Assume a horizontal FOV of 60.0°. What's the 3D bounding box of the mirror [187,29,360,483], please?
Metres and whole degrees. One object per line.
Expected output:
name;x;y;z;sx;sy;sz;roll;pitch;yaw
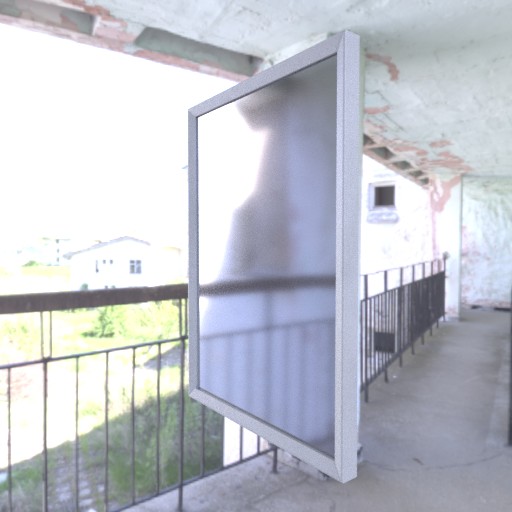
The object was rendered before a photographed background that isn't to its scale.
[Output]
mirror;0.000;0.000;0.906;0.039;0.710;0.507;-1;2;-37
